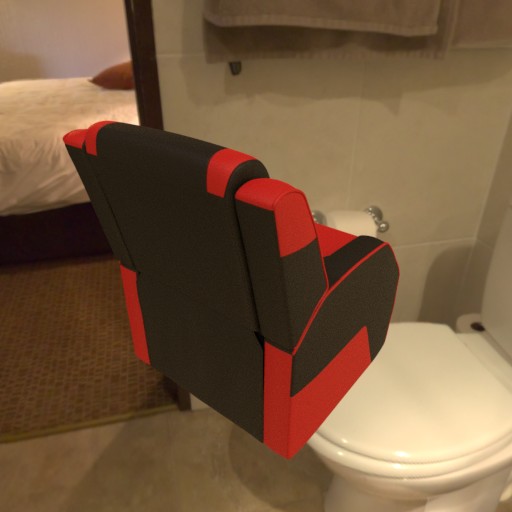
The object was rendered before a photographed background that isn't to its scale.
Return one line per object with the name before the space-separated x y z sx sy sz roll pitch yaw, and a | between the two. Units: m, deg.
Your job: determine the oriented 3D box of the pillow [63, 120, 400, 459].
pillow | 0.000 0.000 1.248 0.620 0.805 0.672 22 37 33
